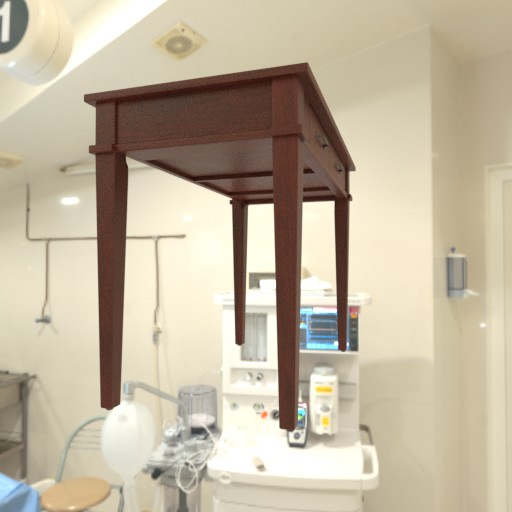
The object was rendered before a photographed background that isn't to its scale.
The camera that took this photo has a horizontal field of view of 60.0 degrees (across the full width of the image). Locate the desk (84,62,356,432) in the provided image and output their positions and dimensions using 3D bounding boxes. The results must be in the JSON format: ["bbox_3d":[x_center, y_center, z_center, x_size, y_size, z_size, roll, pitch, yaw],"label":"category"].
[{"bbox_3d":[0.000,0.000,1.451,0.549,0.762,1.001,0,-1,18],"label":"desk"}]
